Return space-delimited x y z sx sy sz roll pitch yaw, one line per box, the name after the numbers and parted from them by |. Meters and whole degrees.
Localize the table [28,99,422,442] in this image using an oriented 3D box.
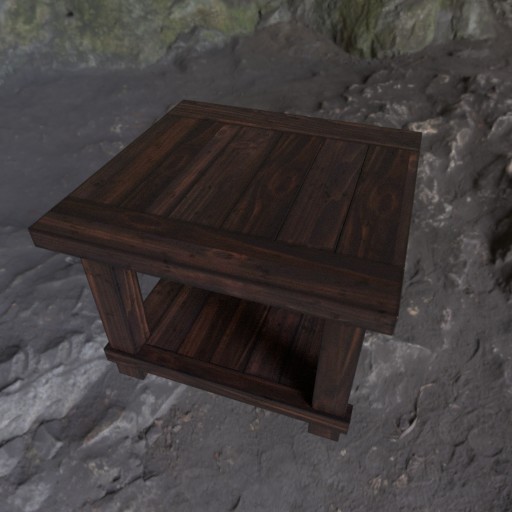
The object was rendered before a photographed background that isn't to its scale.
0.000 0.000 1.021 0.606 0.437 0.593 13 42 14 | table
